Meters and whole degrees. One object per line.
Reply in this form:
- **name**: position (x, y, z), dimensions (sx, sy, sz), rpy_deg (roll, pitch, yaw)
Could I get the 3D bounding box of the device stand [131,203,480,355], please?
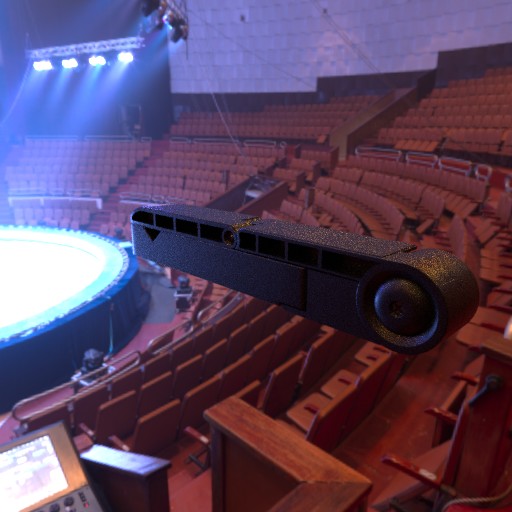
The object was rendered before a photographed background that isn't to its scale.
- **device stand**: position (0.000, 0.000, 0.195), dimensions (0.026, 0.030, 0.179), rpy_deg (-14, 20, -43)
